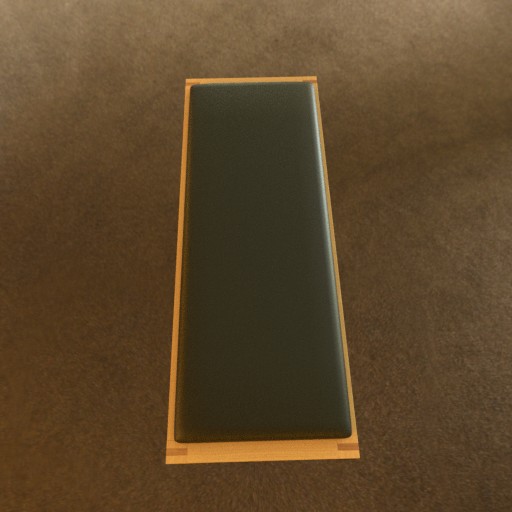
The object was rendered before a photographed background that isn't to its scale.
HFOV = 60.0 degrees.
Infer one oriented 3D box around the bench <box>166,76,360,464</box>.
[{"bbox_3d":[0.000,0.000,1.427,0.450,0.430,1.202,-1,65,-1],"label":"bench"}]
